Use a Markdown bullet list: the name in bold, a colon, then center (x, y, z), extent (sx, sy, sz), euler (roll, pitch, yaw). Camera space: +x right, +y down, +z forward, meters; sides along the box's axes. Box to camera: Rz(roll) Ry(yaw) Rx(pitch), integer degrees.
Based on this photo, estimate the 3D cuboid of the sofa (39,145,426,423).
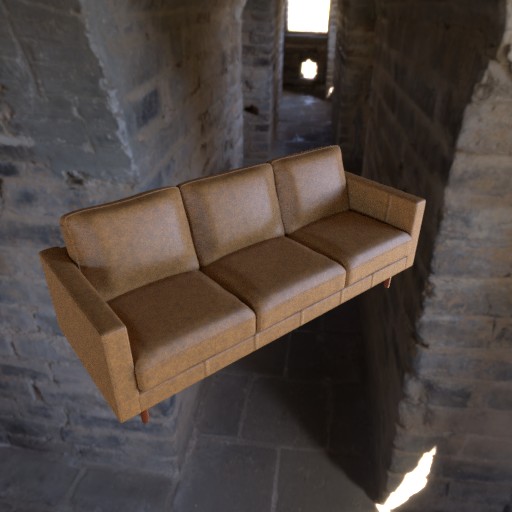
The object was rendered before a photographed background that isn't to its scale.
- **sofa**: center (0.000, 0.000, 2.745), extent (2.231, 0.930, 0.903), euler (-22, 37, -32)
